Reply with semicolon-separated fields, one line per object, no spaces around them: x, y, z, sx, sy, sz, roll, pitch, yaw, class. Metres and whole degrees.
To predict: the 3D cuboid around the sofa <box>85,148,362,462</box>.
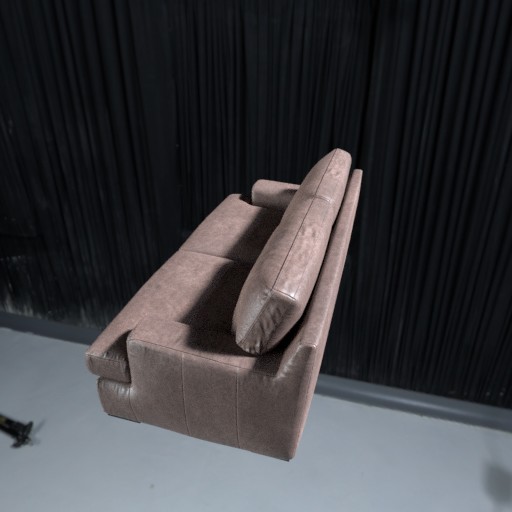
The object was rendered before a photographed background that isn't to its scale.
0.000;0.000;2.886;1.143;0.941;2.261;8;31;14;sofa
